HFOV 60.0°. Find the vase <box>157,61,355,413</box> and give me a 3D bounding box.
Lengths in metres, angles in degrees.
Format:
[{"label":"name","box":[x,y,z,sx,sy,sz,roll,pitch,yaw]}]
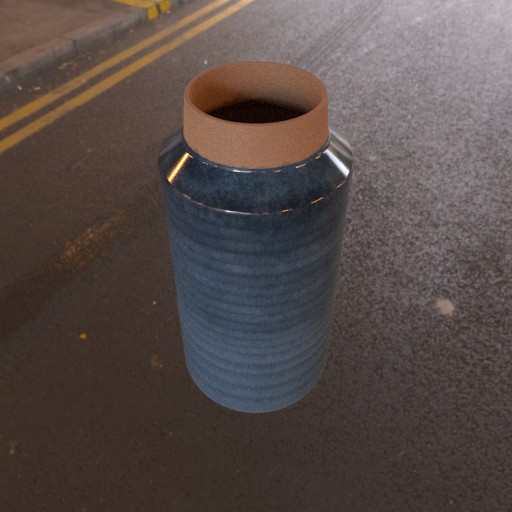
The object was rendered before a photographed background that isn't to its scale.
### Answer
[{"label":"vase","box":[0.000,0.000,0.408,0.163,0.316,0.163,0,45,0]}]
